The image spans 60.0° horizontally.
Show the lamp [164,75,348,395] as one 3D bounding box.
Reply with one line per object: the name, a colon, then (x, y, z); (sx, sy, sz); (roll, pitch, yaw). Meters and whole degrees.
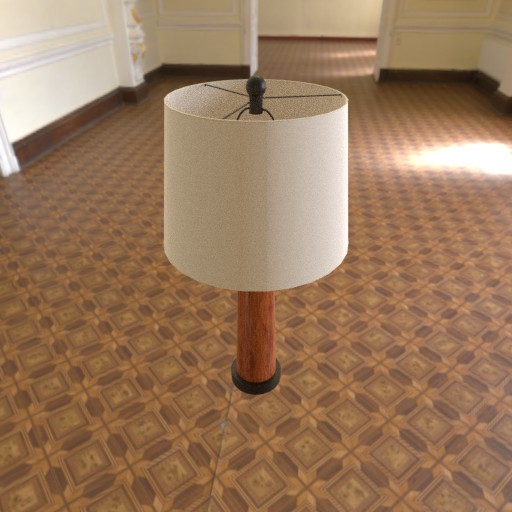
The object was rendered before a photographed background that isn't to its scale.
lamp: (0.000, 0.000, 0.871); (0.349, 0.667, 0.349); (0, 32, 0)
